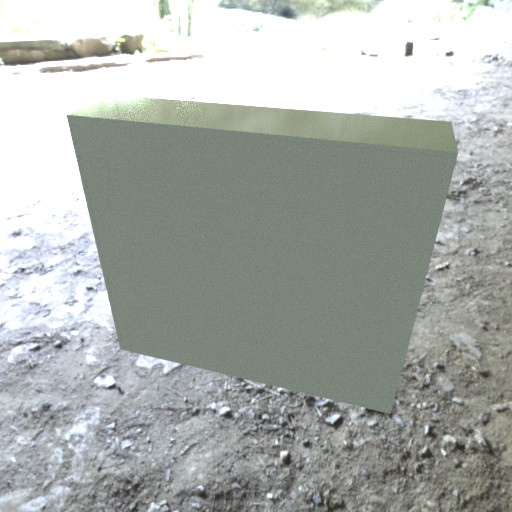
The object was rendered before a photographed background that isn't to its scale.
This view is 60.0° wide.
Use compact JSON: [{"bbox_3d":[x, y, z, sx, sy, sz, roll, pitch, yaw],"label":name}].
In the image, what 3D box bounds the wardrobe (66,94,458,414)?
[{"bbox_3d":[0.000,0.000,1.925,1.340,1.200,0.360,9,34,14],"label":"wardrobe"}]
